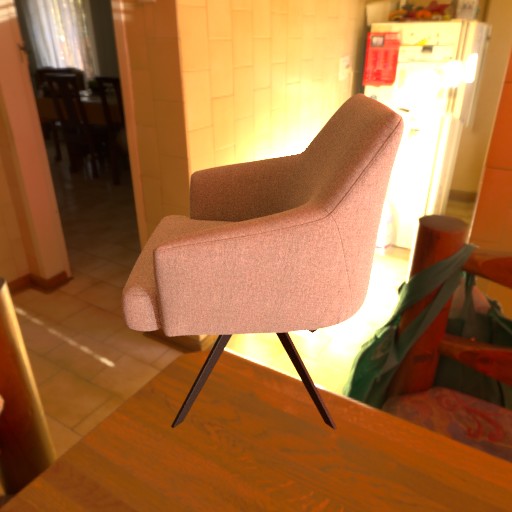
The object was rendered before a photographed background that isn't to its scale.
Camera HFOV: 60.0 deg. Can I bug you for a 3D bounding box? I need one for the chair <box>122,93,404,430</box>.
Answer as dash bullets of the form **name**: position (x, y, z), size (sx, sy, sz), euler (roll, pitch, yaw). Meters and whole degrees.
- **chair**: position (0.000, 0.000, 1.314), size (0.677, 0.874, 0.642), euler (0, 26, 1)
